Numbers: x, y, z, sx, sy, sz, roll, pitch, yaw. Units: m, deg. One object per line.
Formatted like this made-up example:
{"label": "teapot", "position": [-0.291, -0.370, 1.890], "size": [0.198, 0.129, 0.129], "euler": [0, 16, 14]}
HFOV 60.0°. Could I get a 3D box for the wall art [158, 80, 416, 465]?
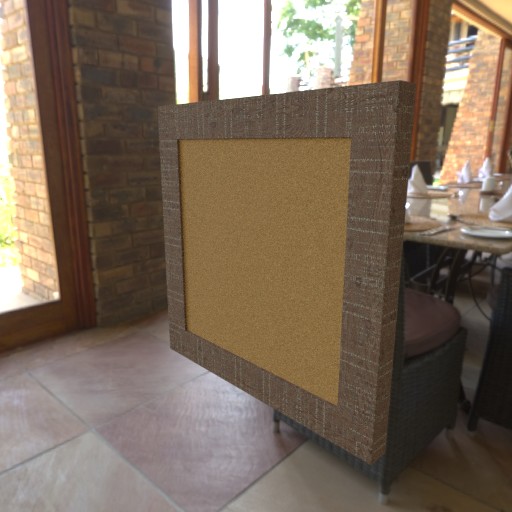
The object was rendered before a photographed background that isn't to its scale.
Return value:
{"label": "wall art", "position": [0.000, 0.000, 0.785], "size": [0.040, 0.531, 0.531], "euler": [-13, 19, -42]}
